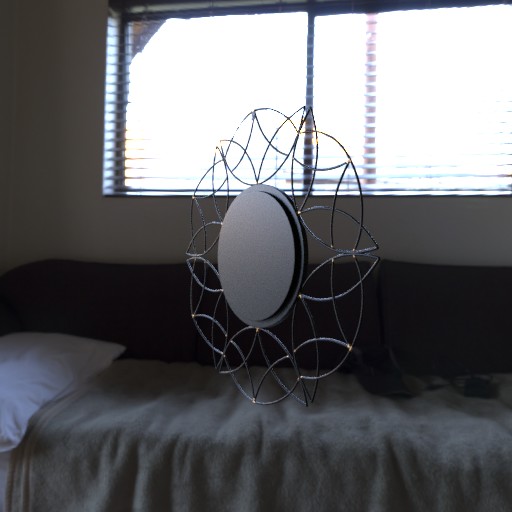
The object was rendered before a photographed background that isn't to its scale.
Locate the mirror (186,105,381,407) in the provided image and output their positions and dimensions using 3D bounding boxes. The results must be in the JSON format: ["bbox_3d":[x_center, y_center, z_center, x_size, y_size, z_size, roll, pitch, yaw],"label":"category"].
[{"bbox_3d":[0.000,0.000,1.176,0.028,0.775,0.797,0,-1,-37],"label":"mirror"}]
